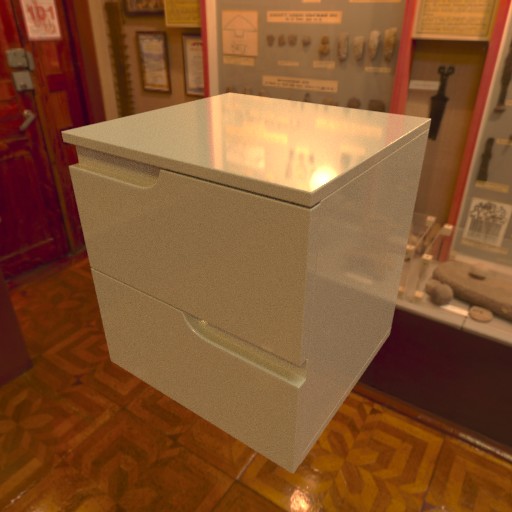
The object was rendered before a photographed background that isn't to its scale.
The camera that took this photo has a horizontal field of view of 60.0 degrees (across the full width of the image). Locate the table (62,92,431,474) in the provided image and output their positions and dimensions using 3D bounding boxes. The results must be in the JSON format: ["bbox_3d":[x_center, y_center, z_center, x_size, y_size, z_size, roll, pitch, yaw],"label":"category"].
[{"bbox_3d":[0.000,0.000,0.805,0.420,0.470,0.400,19,35,30],"label":"table"}]
